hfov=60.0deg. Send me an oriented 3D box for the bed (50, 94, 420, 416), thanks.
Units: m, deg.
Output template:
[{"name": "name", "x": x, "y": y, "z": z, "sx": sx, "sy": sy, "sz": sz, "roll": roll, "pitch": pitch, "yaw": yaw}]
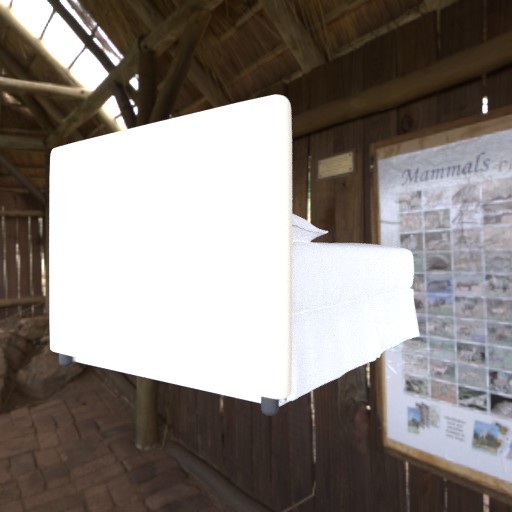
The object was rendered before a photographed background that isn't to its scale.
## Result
[{"name": "bed", "x": 0.000, "y": 0.000, "z": 3.109, "sx": 1.714, "sy": 1.330, "sz": 2.147, "roll": 0, "pitch": 0, "yaw": 34}]
